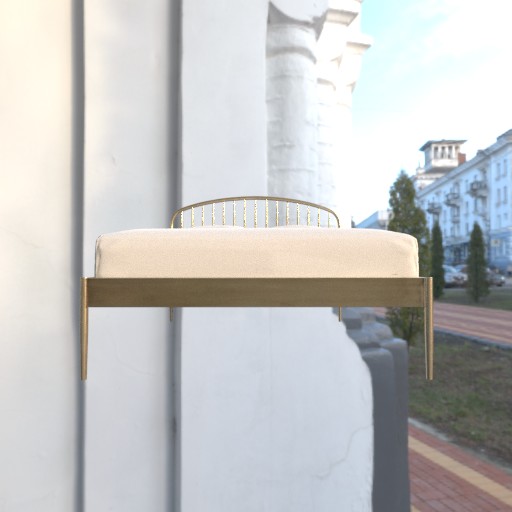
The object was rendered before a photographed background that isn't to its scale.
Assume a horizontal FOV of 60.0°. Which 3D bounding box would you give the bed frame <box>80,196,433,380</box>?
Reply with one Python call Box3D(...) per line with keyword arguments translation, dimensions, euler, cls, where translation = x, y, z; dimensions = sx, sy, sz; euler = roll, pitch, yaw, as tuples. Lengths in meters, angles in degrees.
Box3D(translation=(0.000, 0.000, 3.091), dimensions=(1.612, 1.175, 2.152), euler=(0, -1, 0), cls="bed frame")
